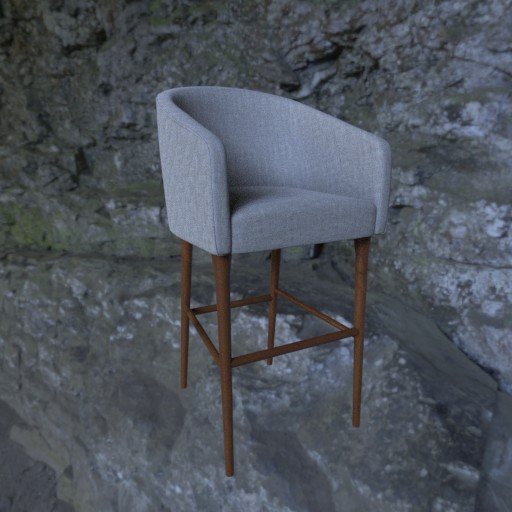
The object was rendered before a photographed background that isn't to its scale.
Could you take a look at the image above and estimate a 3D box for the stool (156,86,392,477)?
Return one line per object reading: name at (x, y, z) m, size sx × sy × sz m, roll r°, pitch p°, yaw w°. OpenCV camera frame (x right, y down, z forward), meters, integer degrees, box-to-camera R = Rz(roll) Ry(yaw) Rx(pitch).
stool at (0.000, 0.000, 1.427) m, size 0.559 × 1.078 × 0.607 m, roll -8°, pitch 16°, yaw -28°
